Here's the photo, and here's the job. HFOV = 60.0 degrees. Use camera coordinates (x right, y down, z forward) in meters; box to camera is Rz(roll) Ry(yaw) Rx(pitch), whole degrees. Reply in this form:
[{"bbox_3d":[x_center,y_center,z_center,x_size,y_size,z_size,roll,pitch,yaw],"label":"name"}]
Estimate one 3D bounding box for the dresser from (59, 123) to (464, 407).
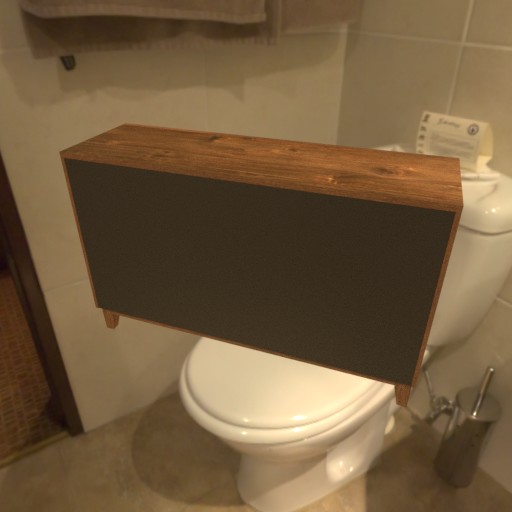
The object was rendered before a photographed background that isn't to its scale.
[{"bbox_3d":[0.000,0.000,1.851,1.400,0.873,0.446,11,33,17],"label":"dresser"}]
